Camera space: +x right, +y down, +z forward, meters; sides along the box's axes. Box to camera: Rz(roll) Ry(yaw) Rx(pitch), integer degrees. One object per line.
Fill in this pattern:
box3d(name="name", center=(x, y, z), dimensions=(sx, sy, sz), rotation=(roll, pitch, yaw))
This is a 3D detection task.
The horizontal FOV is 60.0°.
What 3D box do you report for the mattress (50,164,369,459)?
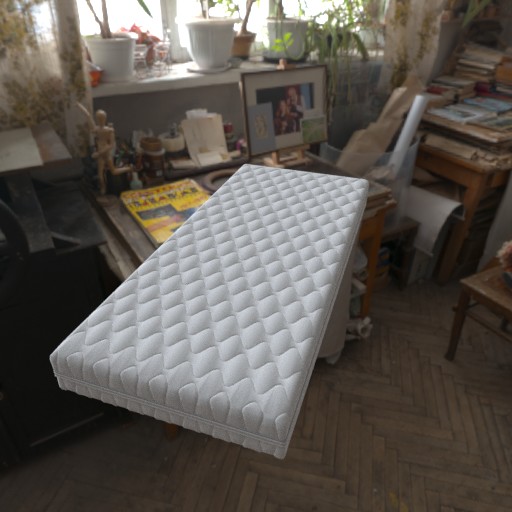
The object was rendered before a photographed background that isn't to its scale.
box3d(name="mattress", center=(0.000, 0.000, 2.311), dimensions=(0.900, 0.200, 2.000), rotation=(11, 34, 16))
